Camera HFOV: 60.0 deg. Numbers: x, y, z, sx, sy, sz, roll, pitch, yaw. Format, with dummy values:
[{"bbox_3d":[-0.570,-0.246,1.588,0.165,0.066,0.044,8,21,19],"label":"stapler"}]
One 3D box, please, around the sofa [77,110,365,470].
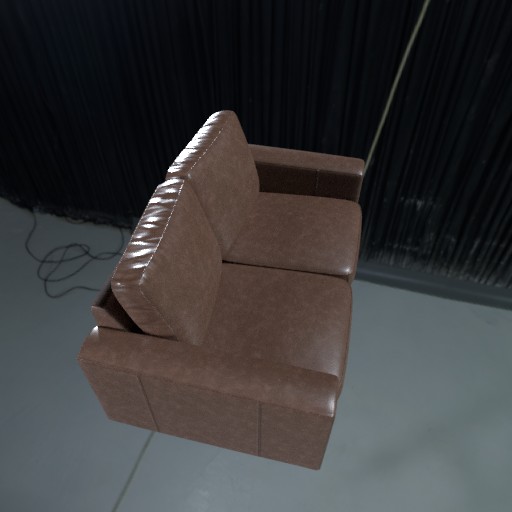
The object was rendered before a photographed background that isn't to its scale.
[{"bbox_3d":[0.000,0.000,2.214,1.016,0.873,1.616,10,47,9],"label":"sofa"}]
